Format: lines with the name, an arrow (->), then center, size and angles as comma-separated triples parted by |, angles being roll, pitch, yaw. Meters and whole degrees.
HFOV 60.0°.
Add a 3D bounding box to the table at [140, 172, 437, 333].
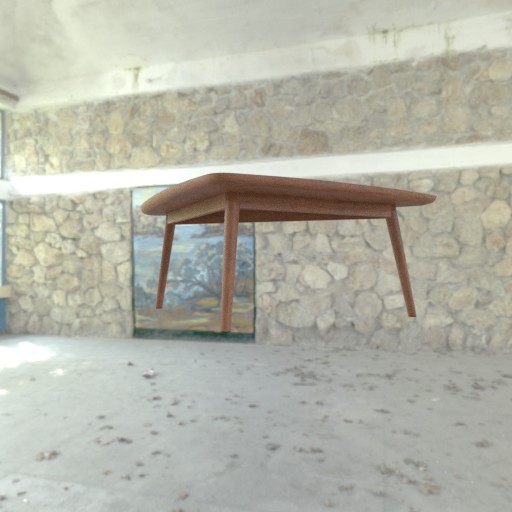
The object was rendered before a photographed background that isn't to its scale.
table -> 0.000, 0.000, 1.276 | 1.008, 0.365, 0.601 | 0, -1, 17
